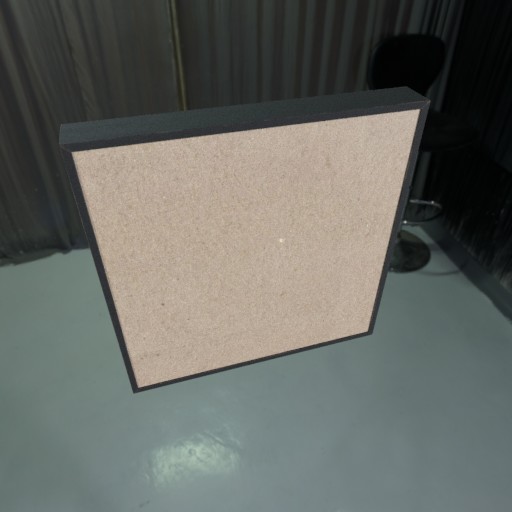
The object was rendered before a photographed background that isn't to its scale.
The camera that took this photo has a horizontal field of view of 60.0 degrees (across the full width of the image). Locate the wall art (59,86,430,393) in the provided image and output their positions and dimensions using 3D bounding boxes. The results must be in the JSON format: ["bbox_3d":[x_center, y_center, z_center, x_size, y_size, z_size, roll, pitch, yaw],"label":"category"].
[{"bbox_3d":[0.000,0.000,0.460,0.305,0.305,0.038,-11,40,-13],"label":"wall art"}]
